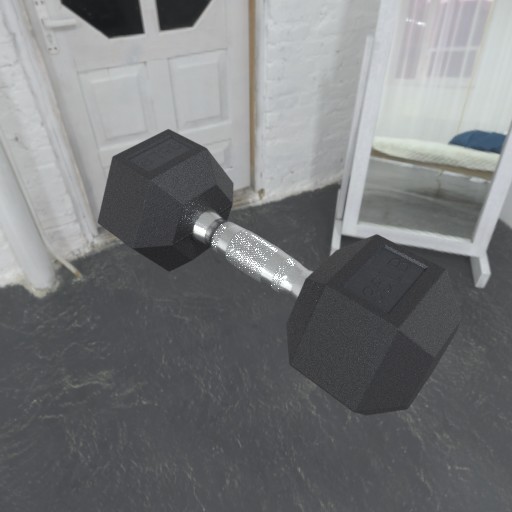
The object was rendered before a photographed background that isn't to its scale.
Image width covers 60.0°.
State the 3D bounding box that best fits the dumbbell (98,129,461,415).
[{"bbox_3d":[0.000,0.000,0.418,0.356,0.123,0.141,32,53,28],"label":"dumbbell"}]
